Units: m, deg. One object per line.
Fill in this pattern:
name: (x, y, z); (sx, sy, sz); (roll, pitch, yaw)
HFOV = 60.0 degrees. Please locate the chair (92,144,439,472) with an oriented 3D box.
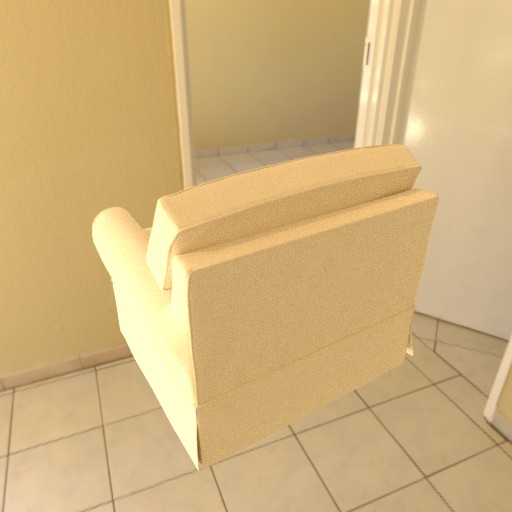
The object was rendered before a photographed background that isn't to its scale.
chair: (0.000, 0.000, 1.812); (1.099, 0.958, 0.904); (-17, 34, -28)
